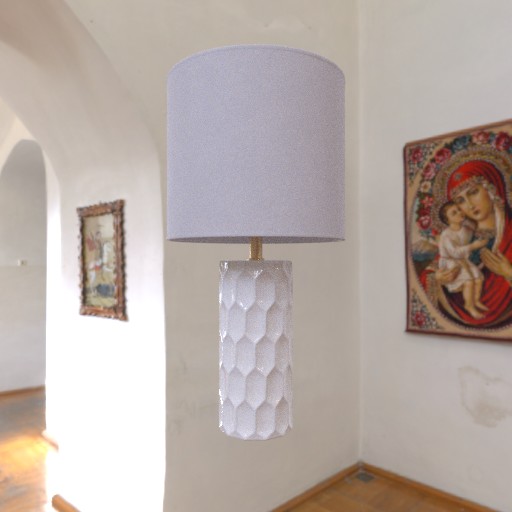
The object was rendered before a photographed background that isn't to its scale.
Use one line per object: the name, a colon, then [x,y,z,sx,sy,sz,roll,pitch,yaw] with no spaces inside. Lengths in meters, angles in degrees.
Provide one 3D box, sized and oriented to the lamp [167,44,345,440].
lamp: [0.000,0.000,0.699,0.277,0.537,0.277,0,0,1]
